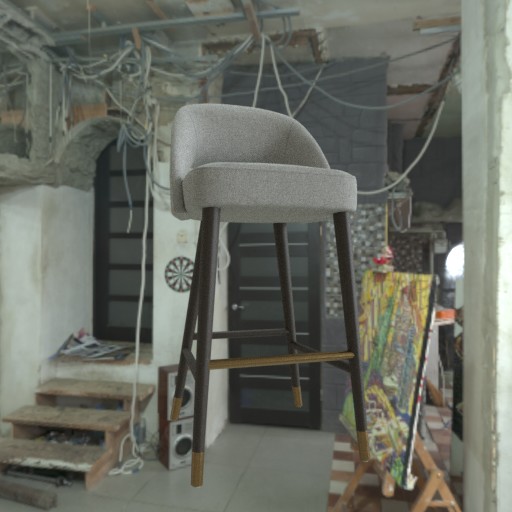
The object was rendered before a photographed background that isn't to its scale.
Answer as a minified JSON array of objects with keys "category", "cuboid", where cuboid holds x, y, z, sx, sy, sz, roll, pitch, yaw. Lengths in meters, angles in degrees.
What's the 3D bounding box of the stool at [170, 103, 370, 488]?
[{"category":"stool","cuboid":[0.000,0.000,1.292,0.494,1.037,0.509,0,0,-17]}]
